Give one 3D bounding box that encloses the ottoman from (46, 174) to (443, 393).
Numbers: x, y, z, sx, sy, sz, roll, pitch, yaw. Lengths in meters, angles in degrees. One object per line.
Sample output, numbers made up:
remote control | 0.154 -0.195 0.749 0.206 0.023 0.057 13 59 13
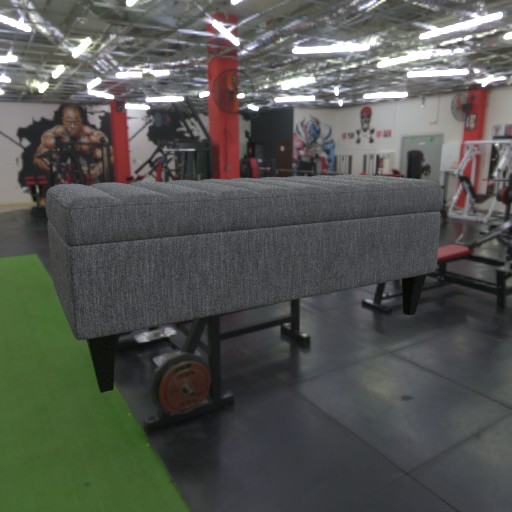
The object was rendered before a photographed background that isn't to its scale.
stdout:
ottoman | 0.000 0.000 1.402 1.151 0.469 0.482 -7 15 -28
